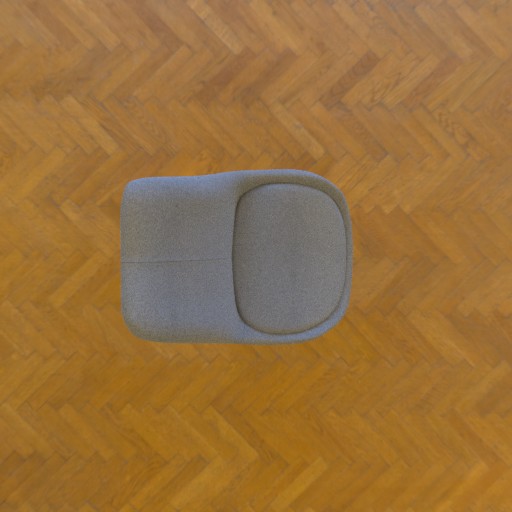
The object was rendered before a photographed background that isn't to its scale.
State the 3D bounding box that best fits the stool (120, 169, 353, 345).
[{"bbox_3d":[0.000,0.000,1.416,0.550,1.115,0.485,0,91,-1],"label":"stool"}]
